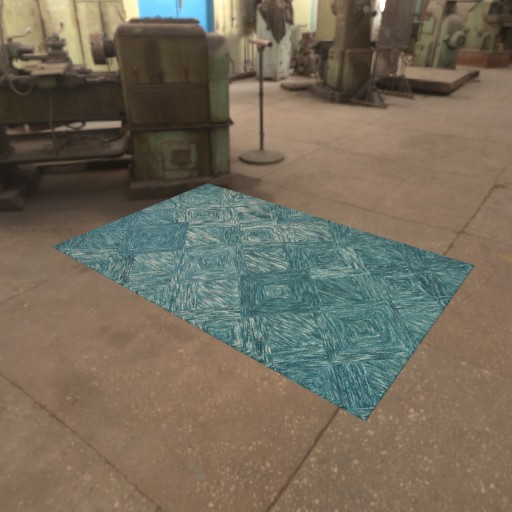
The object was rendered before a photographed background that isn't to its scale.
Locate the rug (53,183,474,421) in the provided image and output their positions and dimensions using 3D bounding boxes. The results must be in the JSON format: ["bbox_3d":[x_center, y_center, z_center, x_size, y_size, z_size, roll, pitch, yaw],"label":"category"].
[{"bbox_3d":[0.000,0.000,2.852,2.277,0.015,1.490,22,37,32],"label":"rug"}]
